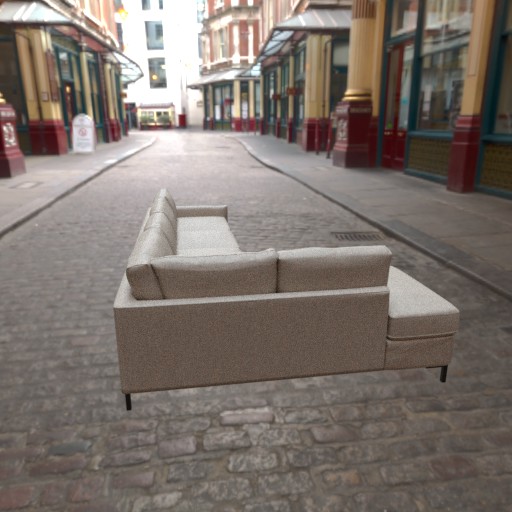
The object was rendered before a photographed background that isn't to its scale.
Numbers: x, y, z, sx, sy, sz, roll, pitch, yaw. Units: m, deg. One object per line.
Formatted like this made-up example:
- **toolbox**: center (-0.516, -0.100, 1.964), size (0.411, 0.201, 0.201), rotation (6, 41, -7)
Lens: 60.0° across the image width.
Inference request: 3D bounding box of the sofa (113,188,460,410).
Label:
- **sofa**: center (0.000, 0.000, 3.131), size (1.617, 0.703, 2.423), rotation (-3, 17, -9)
